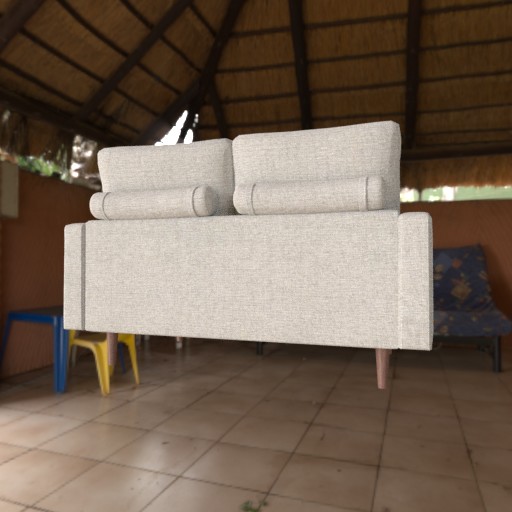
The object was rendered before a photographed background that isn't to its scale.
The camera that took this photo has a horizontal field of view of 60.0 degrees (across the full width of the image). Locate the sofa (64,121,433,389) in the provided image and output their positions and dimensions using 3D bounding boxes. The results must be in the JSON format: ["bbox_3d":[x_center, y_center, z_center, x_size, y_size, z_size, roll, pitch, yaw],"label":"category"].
[{"bbox_3d":[0.000,0.000,1.952,1.407,0.907,0.842,0,-1,18],"label":"sofa"}]
